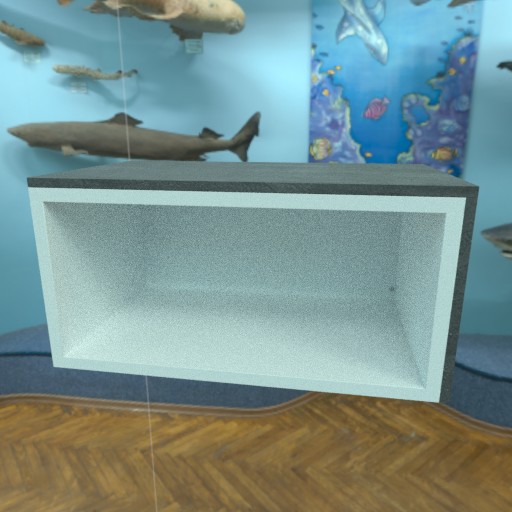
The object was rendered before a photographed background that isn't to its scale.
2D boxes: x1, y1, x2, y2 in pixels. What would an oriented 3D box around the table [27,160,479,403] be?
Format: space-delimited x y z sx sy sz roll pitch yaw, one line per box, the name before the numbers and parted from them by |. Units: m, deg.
table | 0.000 0.000 0.912 0.700 0.350 0.400 3 16 9
